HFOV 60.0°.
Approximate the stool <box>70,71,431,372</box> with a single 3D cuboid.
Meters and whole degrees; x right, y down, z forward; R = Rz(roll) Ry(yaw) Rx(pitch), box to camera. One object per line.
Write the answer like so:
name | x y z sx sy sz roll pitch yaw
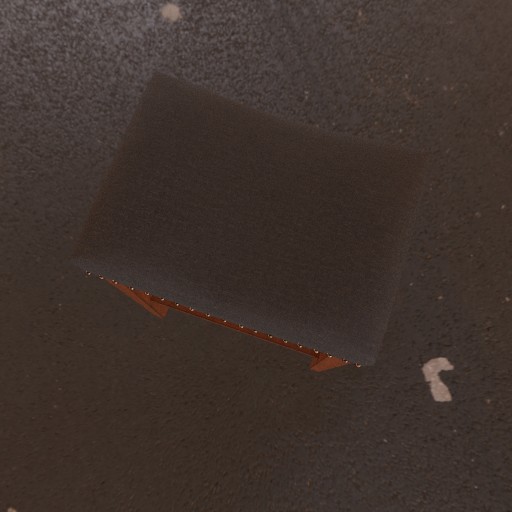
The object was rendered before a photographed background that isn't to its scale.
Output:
stool | 0.000 0.000 0.862 0.439 0.612 0.320 18 77 4
